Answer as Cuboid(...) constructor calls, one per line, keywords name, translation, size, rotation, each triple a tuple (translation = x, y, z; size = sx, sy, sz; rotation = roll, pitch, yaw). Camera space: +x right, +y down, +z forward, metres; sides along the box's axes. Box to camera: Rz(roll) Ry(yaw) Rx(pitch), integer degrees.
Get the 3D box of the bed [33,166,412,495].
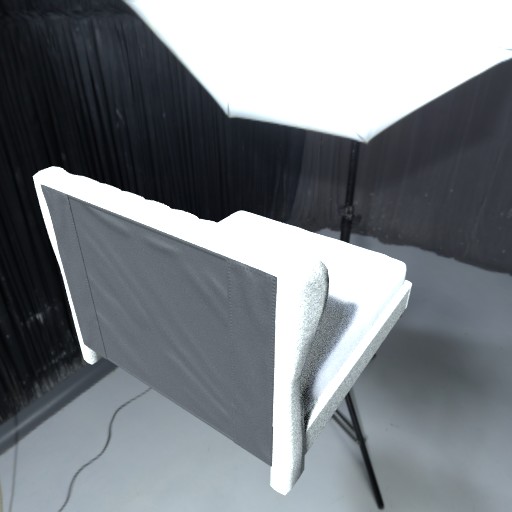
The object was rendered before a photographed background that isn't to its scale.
Cuboid(name="bed", translation=(0.000, 0.000, 3.781), size=(2.219, 1.771, 2.347), rotation=(21, 37, 30))
